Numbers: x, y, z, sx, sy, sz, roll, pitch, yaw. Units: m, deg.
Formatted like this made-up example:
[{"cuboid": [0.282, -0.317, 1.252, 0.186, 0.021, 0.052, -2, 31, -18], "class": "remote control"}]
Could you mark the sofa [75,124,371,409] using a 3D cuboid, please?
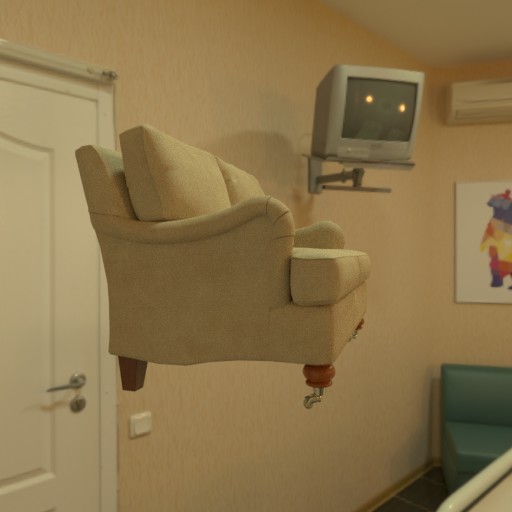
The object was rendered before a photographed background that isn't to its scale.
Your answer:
[{"cuboid": [0.000, 0.000, 2.308, 1.086, 1.087, 1.498, 0, 1, 18], "class": "sofa"}]
